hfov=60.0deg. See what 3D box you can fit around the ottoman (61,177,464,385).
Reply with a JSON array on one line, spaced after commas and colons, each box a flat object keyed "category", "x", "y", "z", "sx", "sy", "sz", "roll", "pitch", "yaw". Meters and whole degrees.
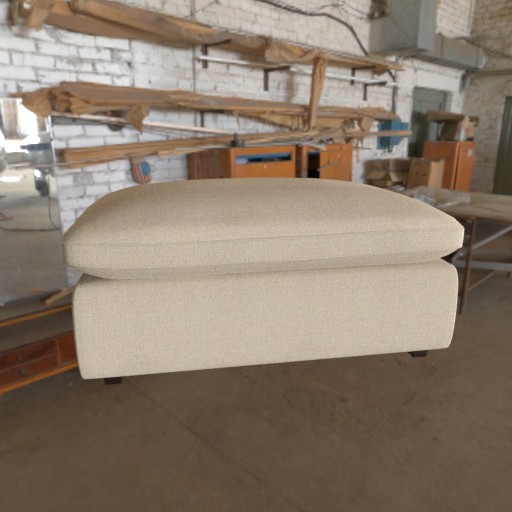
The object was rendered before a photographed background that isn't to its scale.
[{"category": "ottoman", "x": 0.000, "y": 0.000, "z": 1.364, "sx": 0.984, "sy": 0.453, "sz": 0.686, "roll": -3, "pitch": 16, "yaw": -9}]
